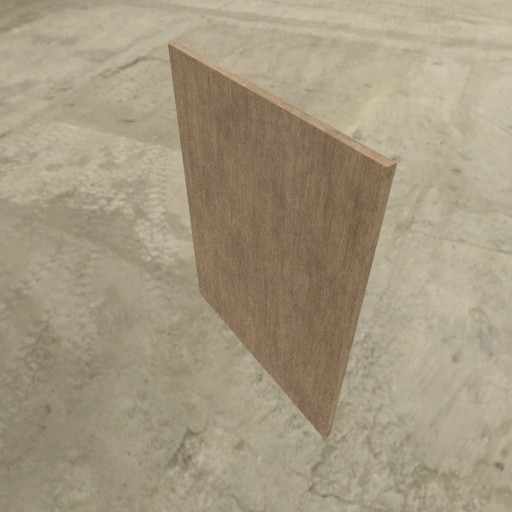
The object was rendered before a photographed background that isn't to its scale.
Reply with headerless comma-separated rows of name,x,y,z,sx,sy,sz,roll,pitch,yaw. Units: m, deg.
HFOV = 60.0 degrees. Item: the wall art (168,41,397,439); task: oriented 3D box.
wall art,0.000,0.000,0.901,0.018,0.686,0.534,-26,49,-26
